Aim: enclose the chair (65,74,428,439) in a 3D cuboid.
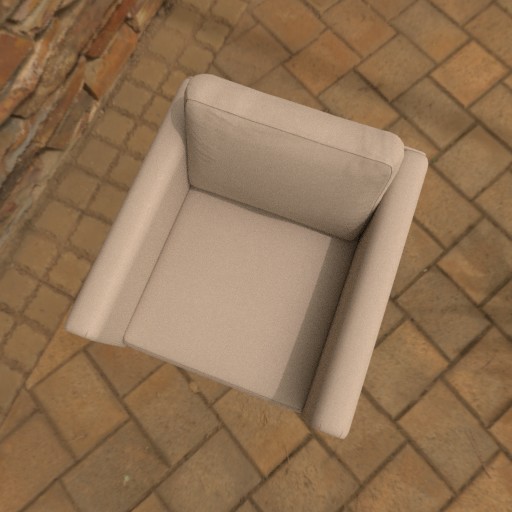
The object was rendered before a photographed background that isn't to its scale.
[{"bbox_3d":[0.000,0.000,1.636,0.914,0.838,0.959,20,76,5],"label":"chair"}]
